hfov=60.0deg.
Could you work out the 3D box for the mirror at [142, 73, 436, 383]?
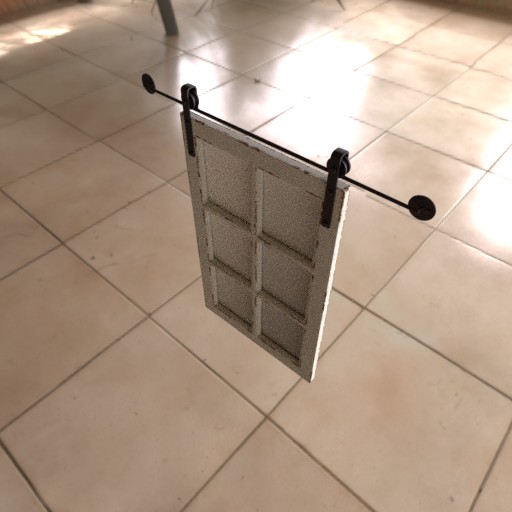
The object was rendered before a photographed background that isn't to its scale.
[{"bbox_3d":[0.000,0.000,1.223,0.808,0.844,0.037,32,54,27],"label":"mirror"}]
